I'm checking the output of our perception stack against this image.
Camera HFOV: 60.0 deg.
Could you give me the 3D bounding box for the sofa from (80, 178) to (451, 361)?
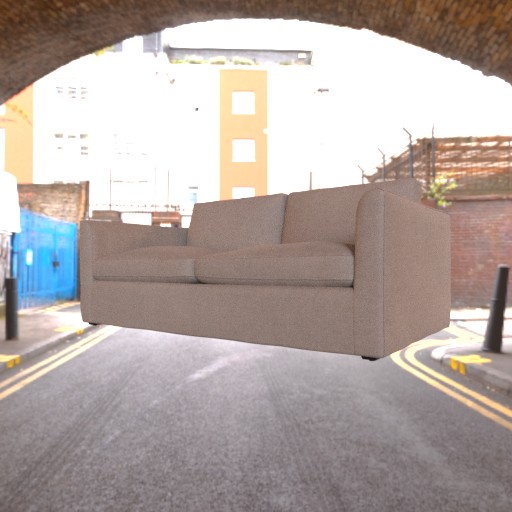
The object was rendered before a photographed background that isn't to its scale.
[{"bbox_3d":[0.000,0.000,2.571,1.905,0.839,1.091,-1,-2,36],"label":"sofa"}]
